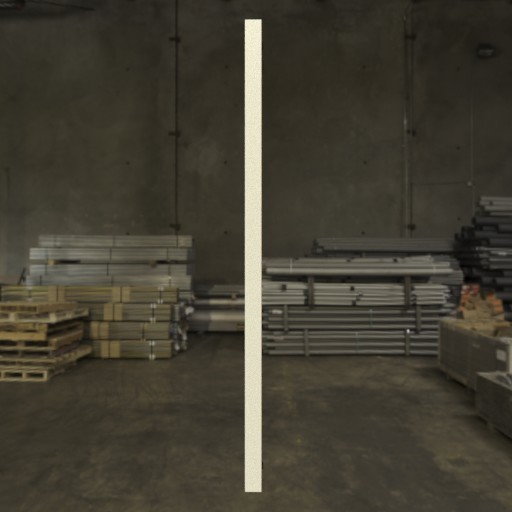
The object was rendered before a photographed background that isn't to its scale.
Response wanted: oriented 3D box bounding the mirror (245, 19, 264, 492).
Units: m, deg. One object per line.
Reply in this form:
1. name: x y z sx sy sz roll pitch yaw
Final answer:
1. mirror: 0.000 0.000 1.334 0.040 1.016 0.762 0 0 1
